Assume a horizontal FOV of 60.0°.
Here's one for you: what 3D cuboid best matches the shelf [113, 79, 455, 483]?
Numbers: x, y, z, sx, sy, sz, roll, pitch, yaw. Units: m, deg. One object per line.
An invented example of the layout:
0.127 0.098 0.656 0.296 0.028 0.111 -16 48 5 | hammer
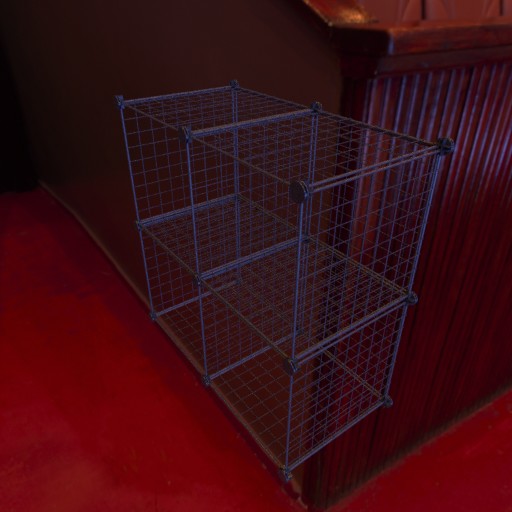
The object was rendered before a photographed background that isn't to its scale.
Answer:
0.000 0.000 1.124 0.356 0.711 0.711 -21 38 -30 | shelf
